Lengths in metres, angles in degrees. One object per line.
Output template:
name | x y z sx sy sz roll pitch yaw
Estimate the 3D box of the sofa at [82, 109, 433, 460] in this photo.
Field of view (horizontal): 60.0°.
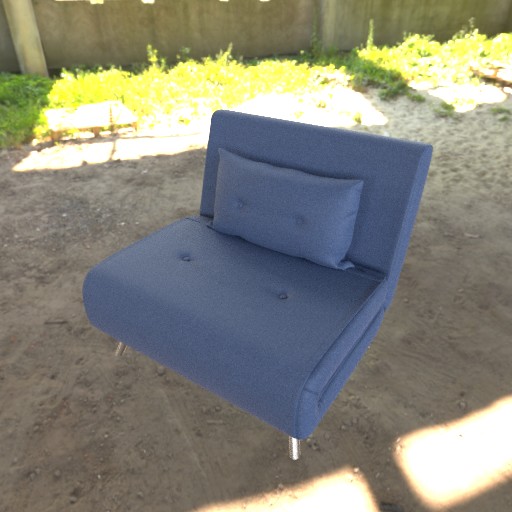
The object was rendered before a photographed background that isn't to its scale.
sofa | 0.000 0.000 1.765 0.999 0.860 0.996 19 37 28
